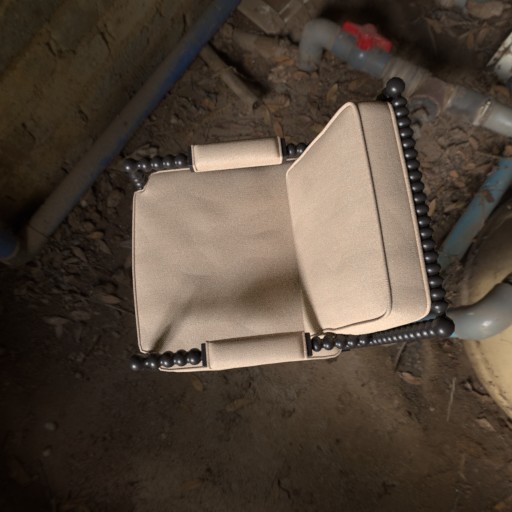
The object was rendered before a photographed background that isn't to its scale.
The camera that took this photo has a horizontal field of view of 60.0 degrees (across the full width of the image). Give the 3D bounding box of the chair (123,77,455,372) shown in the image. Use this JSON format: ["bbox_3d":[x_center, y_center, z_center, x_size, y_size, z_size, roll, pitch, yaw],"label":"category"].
[{"bbox_3d":[0.000,0.000,1.154,0.657,0.703,0.555,-6,76,-1],"label":"chair"}]
